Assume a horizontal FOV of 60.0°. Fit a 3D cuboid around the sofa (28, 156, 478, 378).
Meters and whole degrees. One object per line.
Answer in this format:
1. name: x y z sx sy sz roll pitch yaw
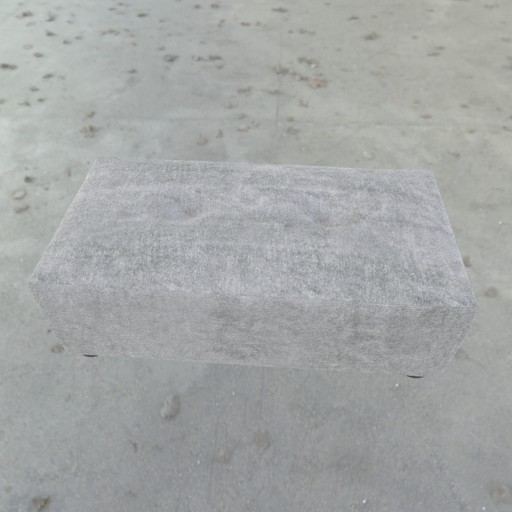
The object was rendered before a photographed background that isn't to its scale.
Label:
1. sofa: 0.000 0.000 1.131 0.930 0.330 0.480 3 47 3
